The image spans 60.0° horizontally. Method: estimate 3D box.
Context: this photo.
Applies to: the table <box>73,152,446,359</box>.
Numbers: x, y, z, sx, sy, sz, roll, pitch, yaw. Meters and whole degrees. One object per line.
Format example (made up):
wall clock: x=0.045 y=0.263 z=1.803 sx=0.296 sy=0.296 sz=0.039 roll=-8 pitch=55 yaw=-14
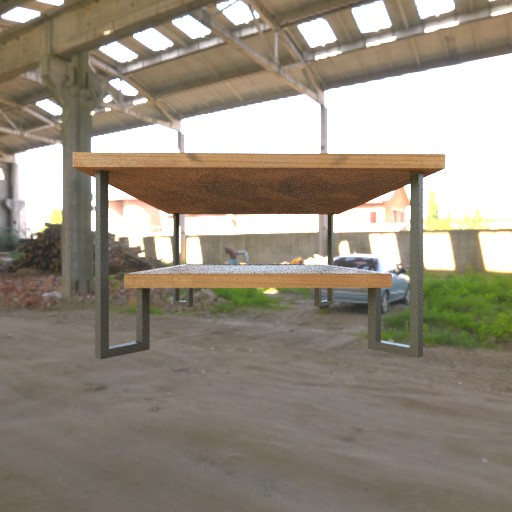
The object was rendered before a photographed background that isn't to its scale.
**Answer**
table: x=0.000 y=0.000 z=1.655 sx=0.877 sy=0.492 sz=1.238 roll=0 pitch=0 yaw=-1
